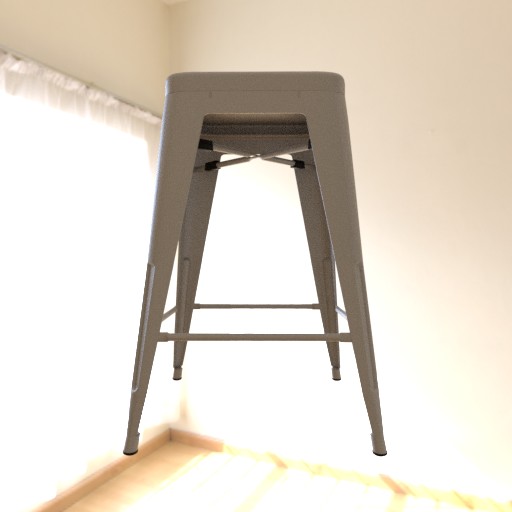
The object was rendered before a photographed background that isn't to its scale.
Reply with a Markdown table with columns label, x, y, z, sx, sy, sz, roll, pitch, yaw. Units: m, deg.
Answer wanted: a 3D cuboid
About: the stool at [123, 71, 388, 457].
| label | x | y | z | sx | sy | sz | roll | pitch | yaw |
| --- | --- | --- | --- | --- | --- | --- | --- | --- | --- |
| stool | 0.000 | 0.000 | 0.876 | 0.410 | 0.608 | 0.410 | 0 | 1 | 1 |
